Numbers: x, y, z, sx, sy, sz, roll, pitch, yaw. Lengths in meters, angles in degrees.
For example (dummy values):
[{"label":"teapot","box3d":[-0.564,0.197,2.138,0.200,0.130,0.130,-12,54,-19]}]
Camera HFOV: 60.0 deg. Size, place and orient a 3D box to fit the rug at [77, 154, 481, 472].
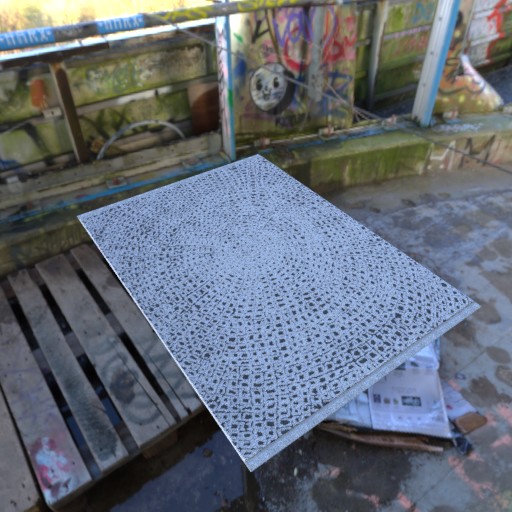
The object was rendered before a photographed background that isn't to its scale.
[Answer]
[{"label":"rug","box3d":[0.000,0.000,2.124,1.190,0.003,1.634,-25,47,-26]}]
